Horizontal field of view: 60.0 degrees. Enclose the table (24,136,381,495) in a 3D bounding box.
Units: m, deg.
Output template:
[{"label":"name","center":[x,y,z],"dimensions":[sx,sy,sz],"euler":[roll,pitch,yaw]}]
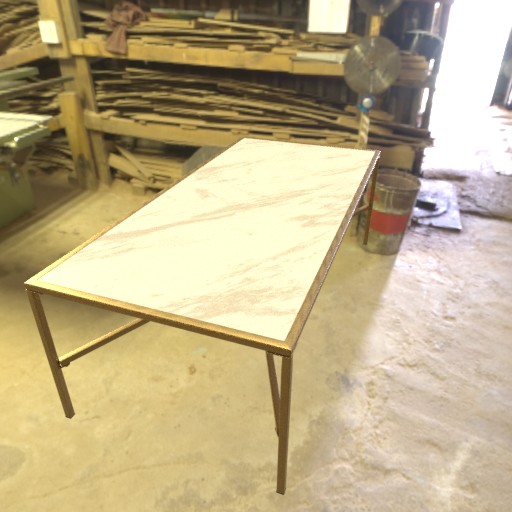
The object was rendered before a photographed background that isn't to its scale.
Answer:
[{"label":"table","center":[0.000,0.000,1.411],"dimensions":[0.577,0.405,1.197],"euler":[11,32,18]}]
